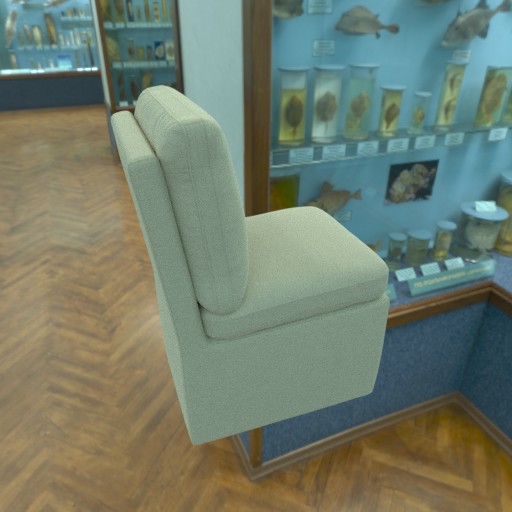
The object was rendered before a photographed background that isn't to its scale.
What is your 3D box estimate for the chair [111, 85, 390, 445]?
[{"bbox_3d":[0.000,0.000,1.332,0.698,0.927,0.503,-10,31,-17],"label":"chair"}]
